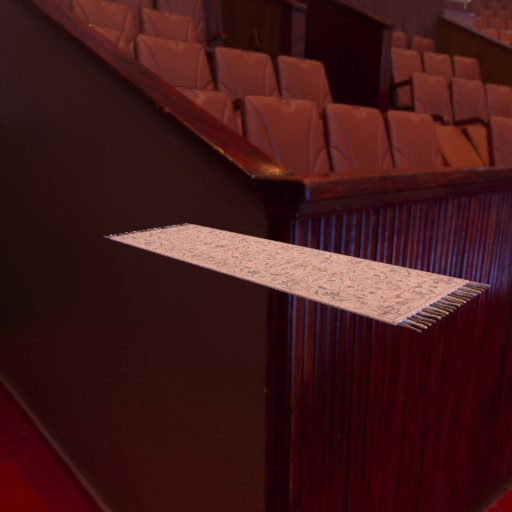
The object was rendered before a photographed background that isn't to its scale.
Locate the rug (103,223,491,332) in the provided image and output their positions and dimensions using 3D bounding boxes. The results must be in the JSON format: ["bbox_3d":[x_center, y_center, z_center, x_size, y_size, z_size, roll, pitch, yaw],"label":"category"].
[{"bbox_3d":[0.000,0.000,2.711,2.440,0.013,0.769,14,20,43],"label":"rug"}]
